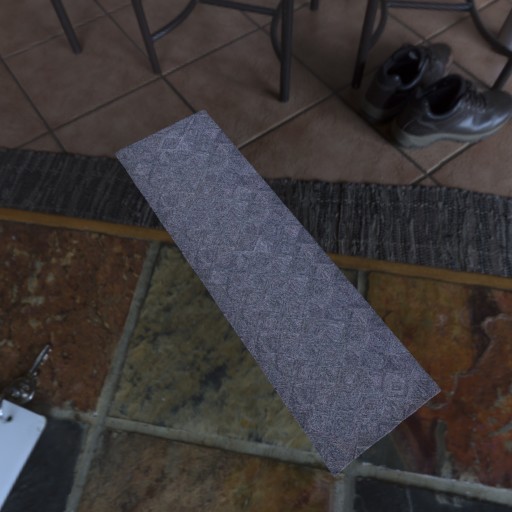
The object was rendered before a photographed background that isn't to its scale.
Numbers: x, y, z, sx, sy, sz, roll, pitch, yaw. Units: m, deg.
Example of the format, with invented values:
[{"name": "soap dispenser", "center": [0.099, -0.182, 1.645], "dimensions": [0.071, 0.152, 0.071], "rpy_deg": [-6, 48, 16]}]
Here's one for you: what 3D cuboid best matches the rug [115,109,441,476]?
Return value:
[{"name": "rug", "center": [0.000, 0.000, 2.559], "dimensions": [0.691, 0.011, 2.296], "rpy_deg": [-31, 67, -15]}]
